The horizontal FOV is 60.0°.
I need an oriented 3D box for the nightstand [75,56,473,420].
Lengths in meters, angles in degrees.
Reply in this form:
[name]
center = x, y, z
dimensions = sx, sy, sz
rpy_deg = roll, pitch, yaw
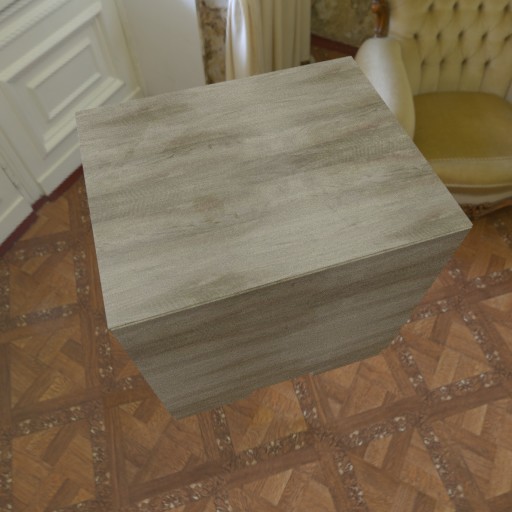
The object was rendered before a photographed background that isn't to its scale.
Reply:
[nightstand]
center = 0.000, 0.000, 0.762
dimensions = 0.427, 0.448, 0.347
rpy_deg = -15, 59, -9
